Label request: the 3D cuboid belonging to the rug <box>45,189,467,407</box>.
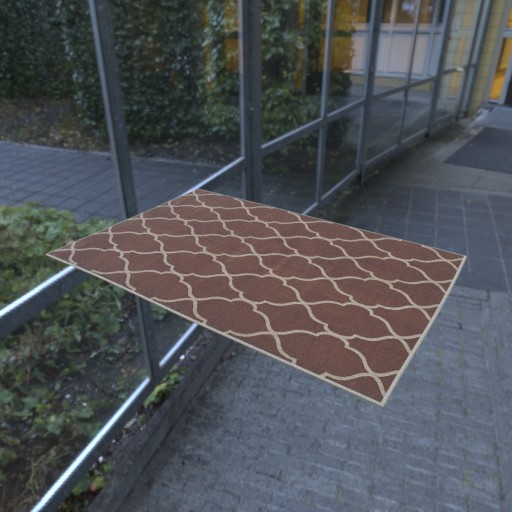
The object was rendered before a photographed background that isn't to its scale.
[{"bbox_3d":[0.000,0.000,2.878,2.294,0.014,1.528,18,33,30],"label":"rug"}]
